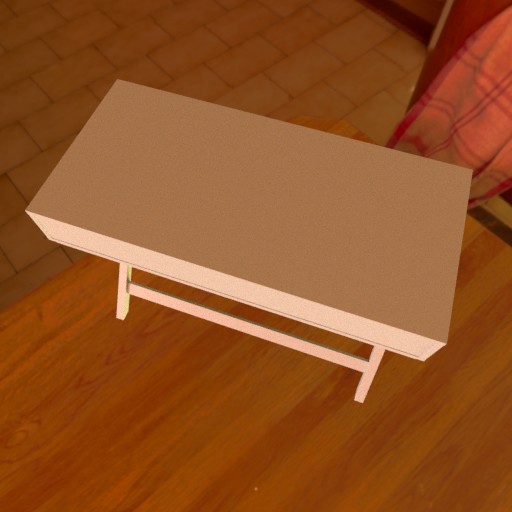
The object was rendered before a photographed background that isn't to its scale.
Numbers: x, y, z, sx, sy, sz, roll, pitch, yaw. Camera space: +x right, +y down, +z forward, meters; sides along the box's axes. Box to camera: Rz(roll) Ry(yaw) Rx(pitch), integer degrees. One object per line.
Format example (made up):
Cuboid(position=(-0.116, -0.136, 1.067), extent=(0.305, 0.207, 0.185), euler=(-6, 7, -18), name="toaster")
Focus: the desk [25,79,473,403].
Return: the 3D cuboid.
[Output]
Cuboid(position=(0.000, 0.000, 1.503), extent=(1.057, 0.780, 0.525), euler=(17, 64, 9), name="desk")
